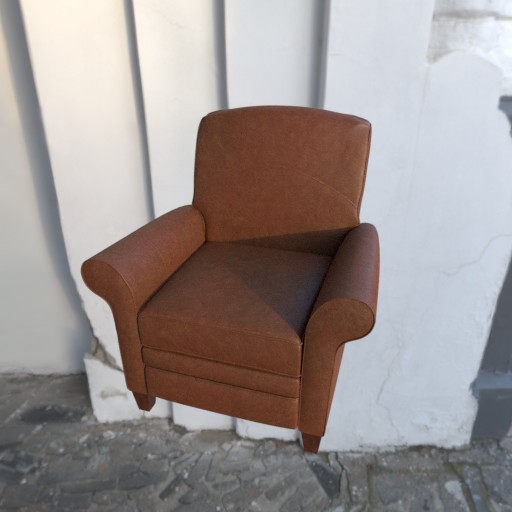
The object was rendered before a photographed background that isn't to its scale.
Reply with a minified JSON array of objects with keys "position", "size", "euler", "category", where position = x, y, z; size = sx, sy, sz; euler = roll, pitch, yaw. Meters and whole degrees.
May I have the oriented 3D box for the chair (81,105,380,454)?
[{"position":[0.000,0.000,1.773],"size":[0.978,1.061,0.902],"euler":[8,26,16],"category":"chair"}]
